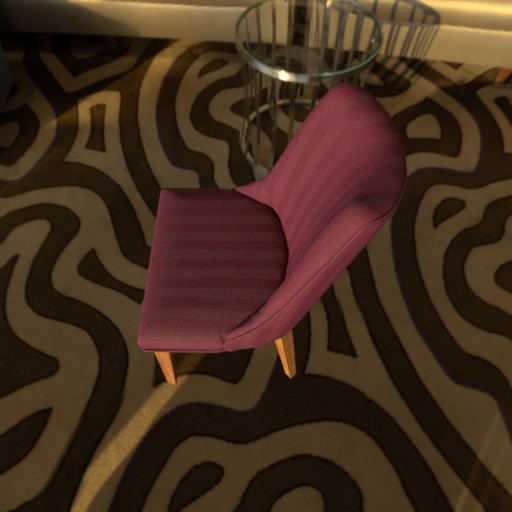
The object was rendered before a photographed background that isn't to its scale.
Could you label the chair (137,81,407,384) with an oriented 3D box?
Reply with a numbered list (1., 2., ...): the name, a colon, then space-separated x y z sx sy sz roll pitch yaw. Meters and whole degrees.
1. chair: 0.000 0.000 1.319 0.638 0.916 0.548 0 58 0
